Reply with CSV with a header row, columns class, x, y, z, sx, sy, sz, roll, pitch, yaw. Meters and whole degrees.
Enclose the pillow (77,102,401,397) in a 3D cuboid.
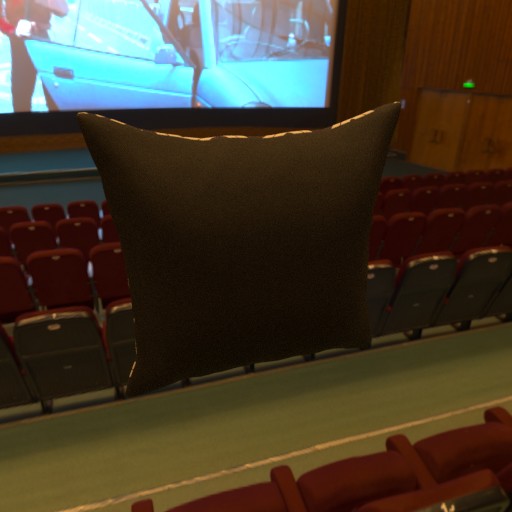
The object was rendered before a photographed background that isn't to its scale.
class,x,y,z,sx,sy,sz,roll,pitch,yaw
pillow,0.000,0.000,0.766,0.504,0.494,0.188,-8,26,-16
